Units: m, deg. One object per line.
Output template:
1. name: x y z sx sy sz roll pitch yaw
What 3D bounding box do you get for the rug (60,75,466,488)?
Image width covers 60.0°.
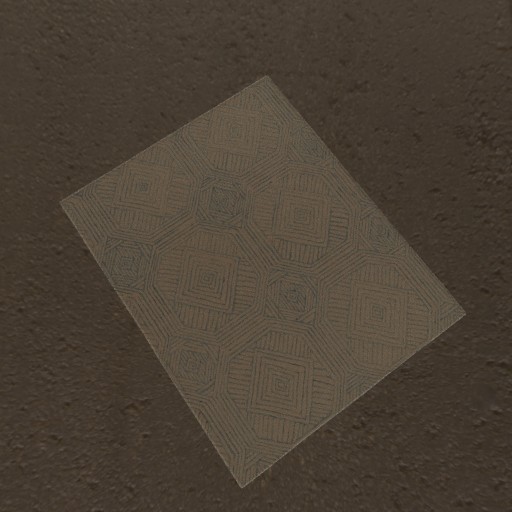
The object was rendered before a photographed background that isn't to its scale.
1. rug: 0.000 0.000 4.103 2.457 0.015 3.049 -34 77 -9
